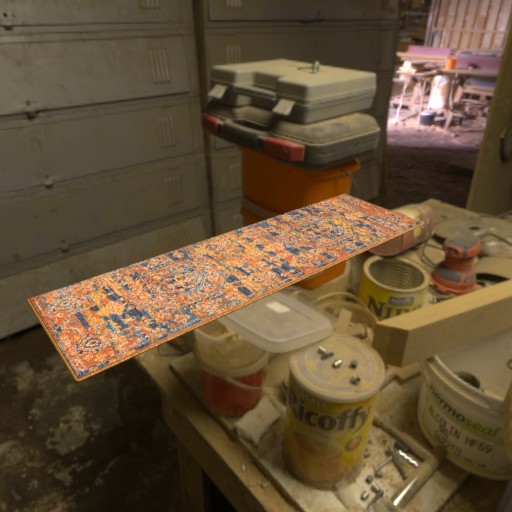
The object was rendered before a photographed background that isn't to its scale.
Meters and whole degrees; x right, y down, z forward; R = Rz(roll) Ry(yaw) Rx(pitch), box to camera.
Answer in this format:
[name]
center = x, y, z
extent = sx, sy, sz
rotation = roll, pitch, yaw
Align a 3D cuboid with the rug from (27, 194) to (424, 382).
[rug]
center = 0.000, 0.000, 2.013
extent = 1.820, 0.013, 0.556
rotation = -21, 35, -33
